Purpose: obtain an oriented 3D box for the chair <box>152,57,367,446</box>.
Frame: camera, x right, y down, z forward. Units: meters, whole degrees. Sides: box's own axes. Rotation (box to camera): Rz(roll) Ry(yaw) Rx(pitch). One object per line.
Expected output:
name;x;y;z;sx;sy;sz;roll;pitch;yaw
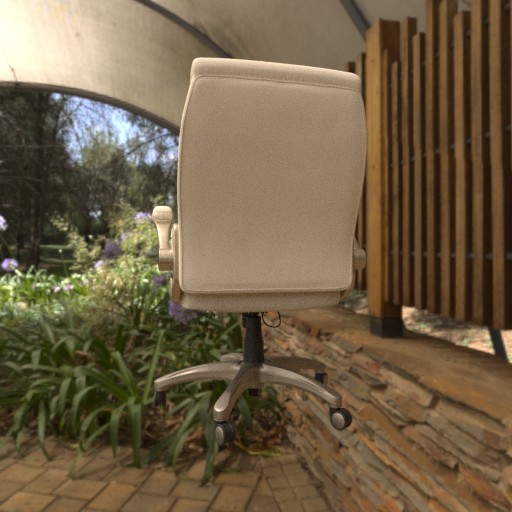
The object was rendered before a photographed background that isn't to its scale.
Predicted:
chair;0.000;0.000;1.623;0.740;1.110;0.794;0;0;-17
